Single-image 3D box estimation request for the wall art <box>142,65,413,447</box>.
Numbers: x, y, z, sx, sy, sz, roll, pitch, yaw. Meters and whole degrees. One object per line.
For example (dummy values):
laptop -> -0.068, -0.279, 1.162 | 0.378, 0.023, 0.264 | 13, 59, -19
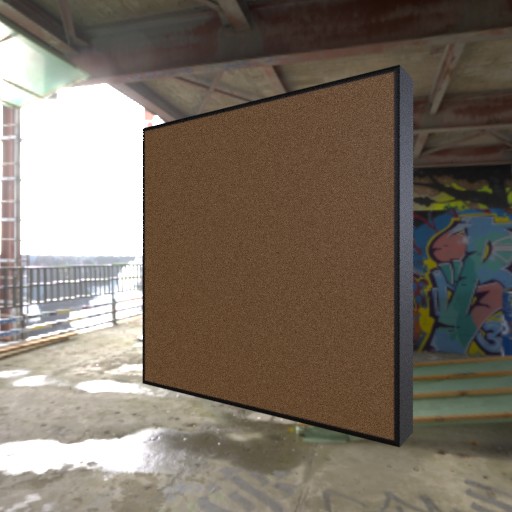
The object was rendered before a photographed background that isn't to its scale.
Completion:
wall art -> 0.000, 0.000, 0.453 | 0.304, 0.303, 0.037 | 0, 0, 35
